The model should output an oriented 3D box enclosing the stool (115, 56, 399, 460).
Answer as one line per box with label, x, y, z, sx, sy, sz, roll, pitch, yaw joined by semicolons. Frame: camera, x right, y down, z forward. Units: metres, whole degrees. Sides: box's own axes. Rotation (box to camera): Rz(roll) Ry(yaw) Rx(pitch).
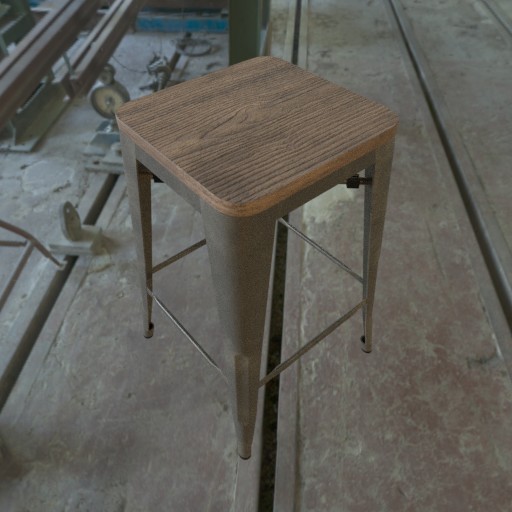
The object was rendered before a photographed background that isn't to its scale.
stool;0.000;0.000;0.874;0.407;0.607;0.407;-32;54;-27
